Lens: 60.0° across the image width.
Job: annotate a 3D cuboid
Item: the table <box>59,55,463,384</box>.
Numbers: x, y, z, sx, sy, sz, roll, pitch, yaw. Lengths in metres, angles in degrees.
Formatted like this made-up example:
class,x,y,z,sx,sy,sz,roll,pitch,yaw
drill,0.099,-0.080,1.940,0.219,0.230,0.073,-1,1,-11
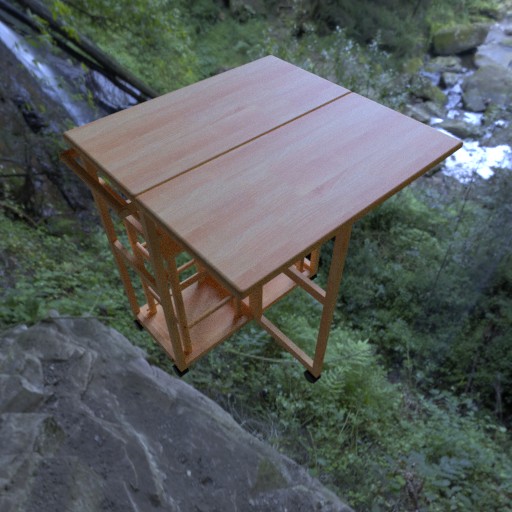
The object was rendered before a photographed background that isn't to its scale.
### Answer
class,x,y,z,sx,sy,sz,roll,pitch,yaw
table,0.000,0.000,1.388,0.752,0.832,0.693,-33,55,-27
